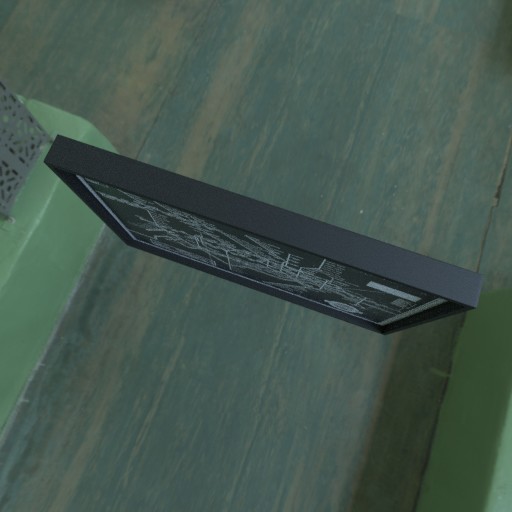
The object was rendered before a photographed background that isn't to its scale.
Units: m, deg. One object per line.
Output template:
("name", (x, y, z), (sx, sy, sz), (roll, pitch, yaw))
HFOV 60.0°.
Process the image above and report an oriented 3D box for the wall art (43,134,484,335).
("wall art", (0.000, 0.000, 0.873), (0.671, 0.456, 0.051), (19, 76, 5))
